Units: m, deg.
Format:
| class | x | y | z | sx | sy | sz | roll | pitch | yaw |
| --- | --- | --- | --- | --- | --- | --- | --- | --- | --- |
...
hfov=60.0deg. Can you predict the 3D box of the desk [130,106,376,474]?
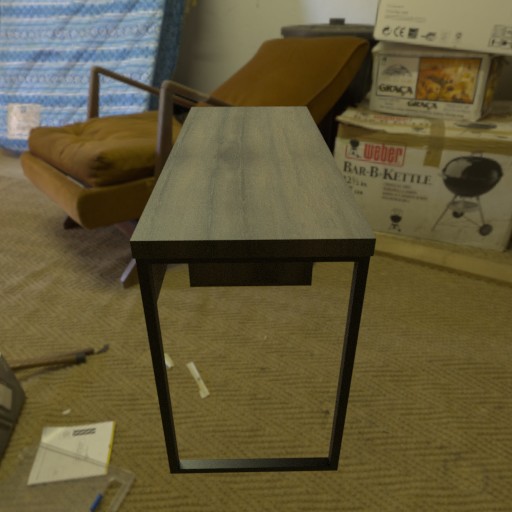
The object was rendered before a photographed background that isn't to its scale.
| class | x | y | z | sx | sy | sz | roll | pitch | yaw |
| --- | --- | --- | --- | --- | --- | --- | --- | --- | --- |
| desk | 0.000 | 0.000 | 1.529 | 0.511 | 0.752 | 1.134 | -1 | 31 | -1 |
